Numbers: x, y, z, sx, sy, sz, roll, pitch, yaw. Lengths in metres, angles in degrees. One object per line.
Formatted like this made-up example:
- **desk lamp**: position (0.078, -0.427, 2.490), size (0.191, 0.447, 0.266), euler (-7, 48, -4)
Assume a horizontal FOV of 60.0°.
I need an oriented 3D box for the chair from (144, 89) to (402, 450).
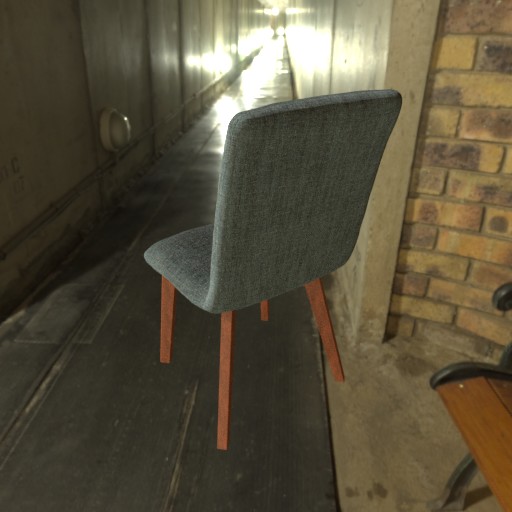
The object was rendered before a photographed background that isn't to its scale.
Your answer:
- **chair**: position (0.000, 0.000, 1.322), size (0.522, 0.974, 0.563), euler (-18, 34, -30)
